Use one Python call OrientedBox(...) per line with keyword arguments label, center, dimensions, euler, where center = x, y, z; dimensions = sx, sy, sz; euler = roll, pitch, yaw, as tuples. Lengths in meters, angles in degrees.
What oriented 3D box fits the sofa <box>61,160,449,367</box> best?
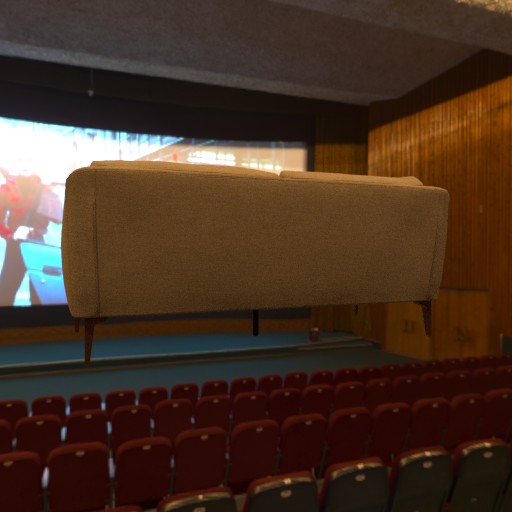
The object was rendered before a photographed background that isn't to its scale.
OrientedBox(label="sofa", center=(0.000, 0.000, 2.521), dimensions=(2.036, 0.913, 0.980), euler=(0, 1, -21))
